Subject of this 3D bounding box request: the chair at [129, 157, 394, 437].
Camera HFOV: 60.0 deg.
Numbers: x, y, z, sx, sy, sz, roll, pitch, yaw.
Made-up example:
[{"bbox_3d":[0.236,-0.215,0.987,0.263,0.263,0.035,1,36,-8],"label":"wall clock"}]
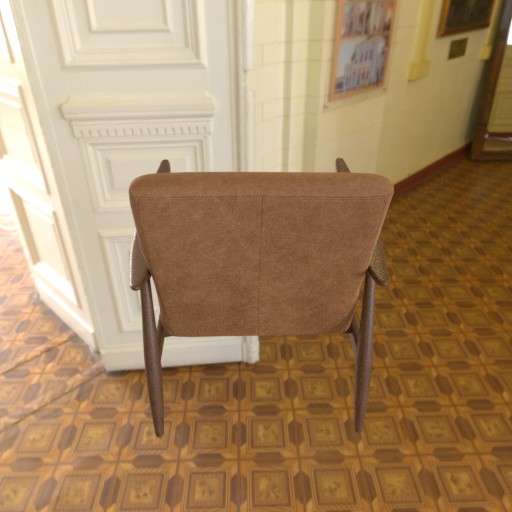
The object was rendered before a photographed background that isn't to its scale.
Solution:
[{"bbox_3d":[0.000,0.000,1.446,0.741,0.832,0.798,-1,32,-2],"label":"chair"}]
